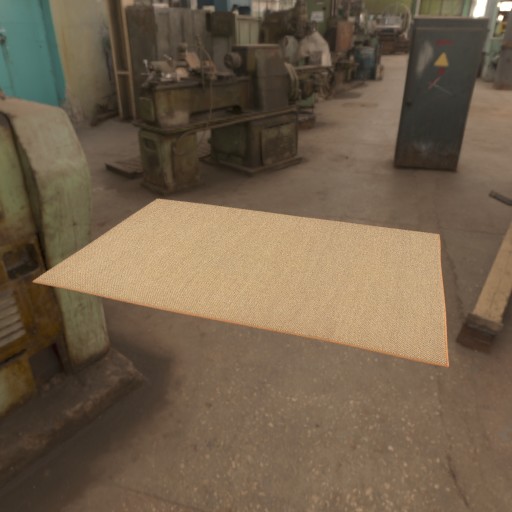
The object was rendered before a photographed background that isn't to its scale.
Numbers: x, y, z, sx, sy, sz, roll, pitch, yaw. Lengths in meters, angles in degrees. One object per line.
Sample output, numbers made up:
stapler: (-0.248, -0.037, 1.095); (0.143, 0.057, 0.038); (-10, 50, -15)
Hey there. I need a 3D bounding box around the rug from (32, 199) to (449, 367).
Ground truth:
rug: (0.000, 0.000, 2.115); (1.678, 0.013, 1.078); (9, 29, 16)
